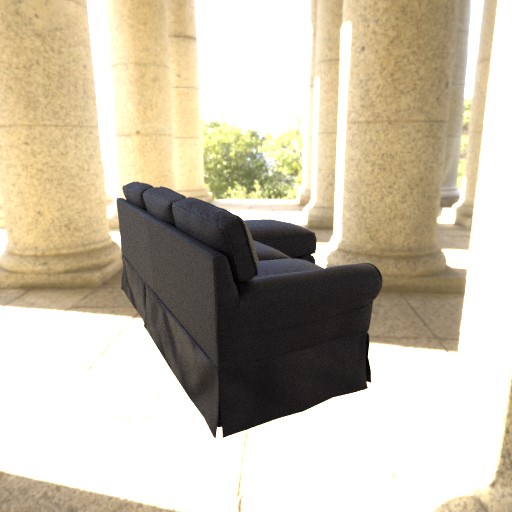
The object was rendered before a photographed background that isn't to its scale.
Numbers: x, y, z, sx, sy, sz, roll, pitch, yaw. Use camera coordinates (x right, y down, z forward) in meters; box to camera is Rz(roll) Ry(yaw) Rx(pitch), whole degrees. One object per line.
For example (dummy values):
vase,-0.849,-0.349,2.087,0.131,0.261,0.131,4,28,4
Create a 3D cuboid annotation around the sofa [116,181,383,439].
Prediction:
sofa,0.000,0.000,3.324,1.637,1.039,2.518,-7,15,-25
